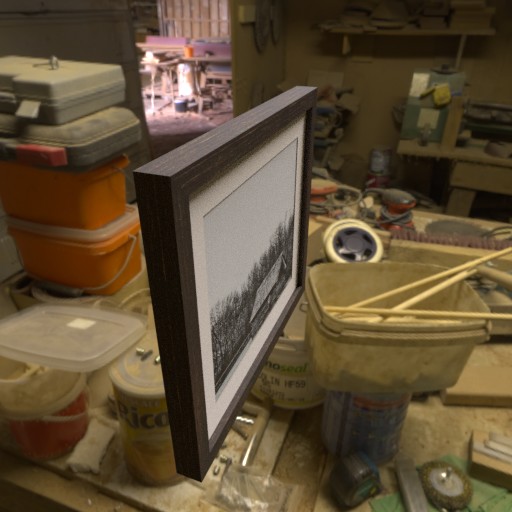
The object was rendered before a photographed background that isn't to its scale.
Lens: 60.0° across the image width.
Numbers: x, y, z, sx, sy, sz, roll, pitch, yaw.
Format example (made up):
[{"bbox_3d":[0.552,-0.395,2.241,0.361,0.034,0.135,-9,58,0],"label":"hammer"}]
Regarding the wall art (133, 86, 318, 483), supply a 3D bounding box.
[{"bbox_3d":[0.000,0.000,0.534,0.031,0.330,0.381,11,32,19],"label":"wall art"}]
